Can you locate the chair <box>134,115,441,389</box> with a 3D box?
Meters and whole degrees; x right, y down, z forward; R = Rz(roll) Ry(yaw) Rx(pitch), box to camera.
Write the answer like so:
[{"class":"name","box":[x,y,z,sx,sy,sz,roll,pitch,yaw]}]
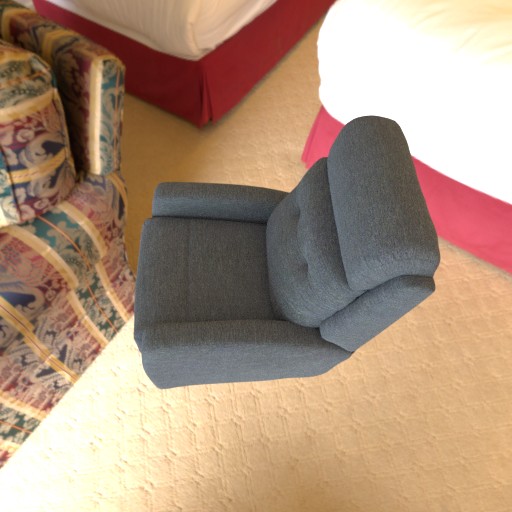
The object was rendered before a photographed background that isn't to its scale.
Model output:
[{"class":"chair","box":[0.000,0.000,1.756,1.043,1.013,0.798,-3,60,-2]}]
